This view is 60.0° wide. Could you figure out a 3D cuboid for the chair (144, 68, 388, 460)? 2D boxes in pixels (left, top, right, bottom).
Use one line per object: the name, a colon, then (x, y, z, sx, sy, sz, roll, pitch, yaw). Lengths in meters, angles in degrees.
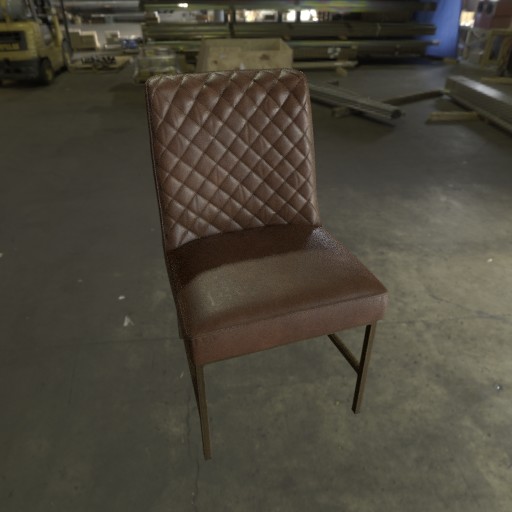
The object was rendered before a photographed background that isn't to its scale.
chair: (0.000, 0.000, 1.245, 0.508, 0.889, 0.587, -10, 34, -16)
